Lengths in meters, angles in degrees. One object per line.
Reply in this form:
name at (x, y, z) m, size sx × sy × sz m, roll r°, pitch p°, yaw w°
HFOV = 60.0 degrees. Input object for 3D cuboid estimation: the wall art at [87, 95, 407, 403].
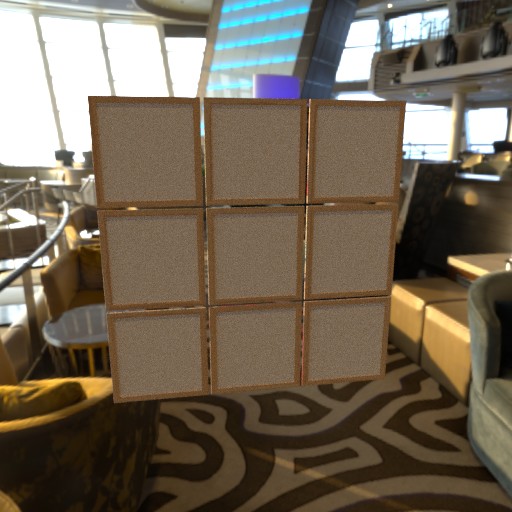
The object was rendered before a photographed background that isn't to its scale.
wall art at (0.000, 0.000, 2.277) m, size 1.519 × 1.534 × 0.013 m, roll -2°, pitch 14°, yaw -9°
